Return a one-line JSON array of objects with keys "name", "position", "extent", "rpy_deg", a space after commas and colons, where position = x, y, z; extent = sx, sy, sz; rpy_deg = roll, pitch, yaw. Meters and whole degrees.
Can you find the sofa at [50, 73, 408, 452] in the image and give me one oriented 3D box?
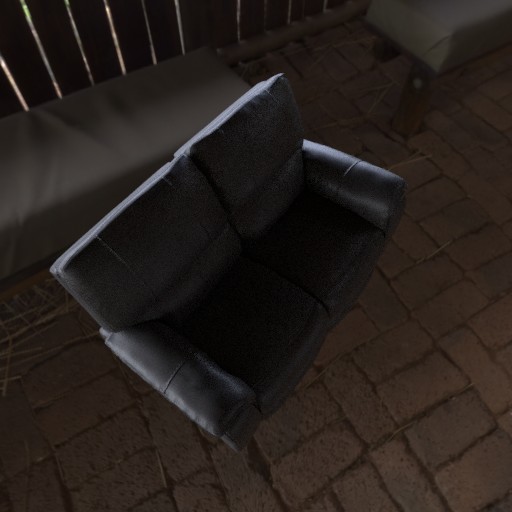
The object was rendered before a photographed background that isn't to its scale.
[{"name": "sofa", "position": [0.000, 0.000, 2.464], "extent": [1.104, 1.111, 1.765], "rpy_deg": [33, 63, 19]}]
